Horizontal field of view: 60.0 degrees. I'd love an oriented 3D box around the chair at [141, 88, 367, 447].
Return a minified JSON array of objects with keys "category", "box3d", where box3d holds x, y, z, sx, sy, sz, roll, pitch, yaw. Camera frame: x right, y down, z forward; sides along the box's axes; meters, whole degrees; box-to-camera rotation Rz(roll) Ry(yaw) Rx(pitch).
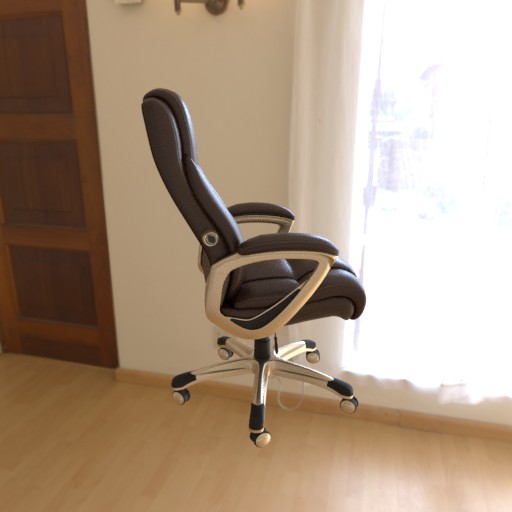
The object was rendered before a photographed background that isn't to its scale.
[{"category":"chair","box3d":[0.000,0.000,1.699,0.749,1.194,0.692,-3,17,-9]}]
